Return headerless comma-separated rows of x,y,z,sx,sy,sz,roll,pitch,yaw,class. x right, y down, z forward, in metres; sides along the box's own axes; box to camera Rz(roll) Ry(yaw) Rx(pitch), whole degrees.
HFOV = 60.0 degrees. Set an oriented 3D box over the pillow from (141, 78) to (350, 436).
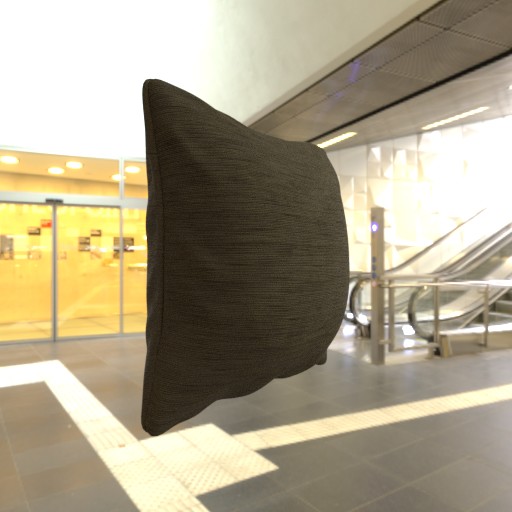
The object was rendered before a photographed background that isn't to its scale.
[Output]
0.000,0.000,0.677,0.246,0.414,0.432,0,0,36,pillow
